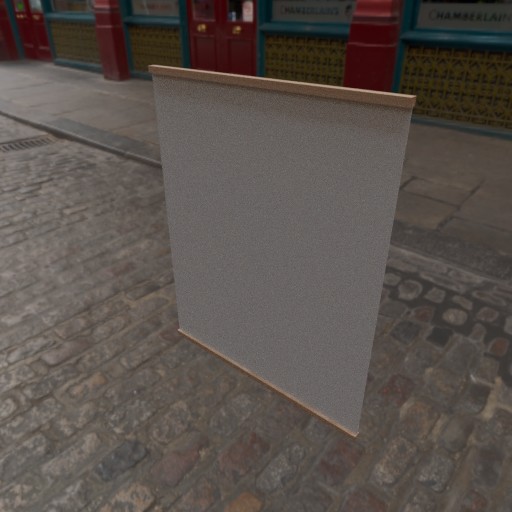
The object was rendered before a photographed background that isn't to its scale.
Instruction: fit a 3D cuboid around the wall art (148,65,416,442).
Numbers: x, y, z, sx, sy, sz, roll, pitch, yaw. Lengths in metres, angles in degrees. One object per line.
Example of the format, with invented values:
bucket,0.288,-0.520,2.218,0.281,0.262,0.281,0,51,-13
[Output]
wall art,0.000,0.000,0.675,0.405,0.508,0.012,22,36,34
